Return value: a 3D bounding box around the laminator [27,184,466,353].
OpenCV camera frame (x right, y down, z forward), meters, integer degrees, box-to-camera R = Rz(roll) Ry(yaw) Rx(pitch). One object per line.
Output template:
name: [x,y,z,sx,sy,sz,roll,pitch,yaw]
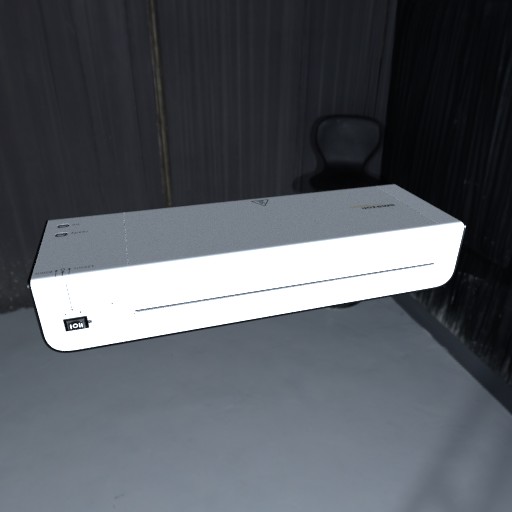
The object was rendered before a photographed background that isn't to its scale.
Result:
laminator: [0.000,0.000,0.386,0.340,0.062,0.123,-8,29,-15]
